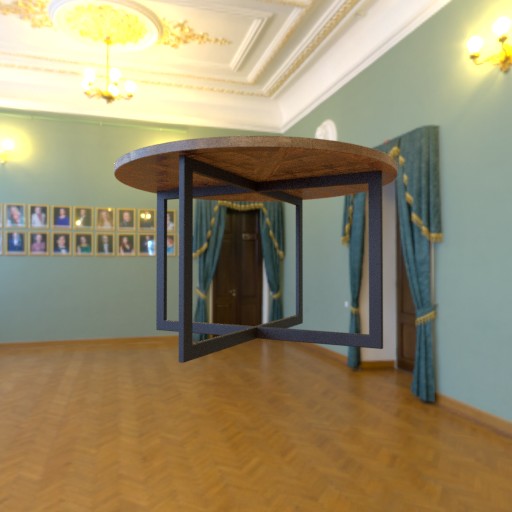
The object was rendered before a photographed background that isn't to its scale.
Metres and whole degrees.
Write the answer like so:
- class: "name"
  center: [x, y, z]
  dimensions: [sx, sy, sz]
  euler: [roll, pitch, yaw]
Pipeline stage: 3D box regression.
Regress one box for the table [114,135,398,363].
- class: "table"
  center: [0.000, 0.000, 2.066]
  dimensions: [1.264, 0.762, 1.264]
  euler: [0, -1, 0]
